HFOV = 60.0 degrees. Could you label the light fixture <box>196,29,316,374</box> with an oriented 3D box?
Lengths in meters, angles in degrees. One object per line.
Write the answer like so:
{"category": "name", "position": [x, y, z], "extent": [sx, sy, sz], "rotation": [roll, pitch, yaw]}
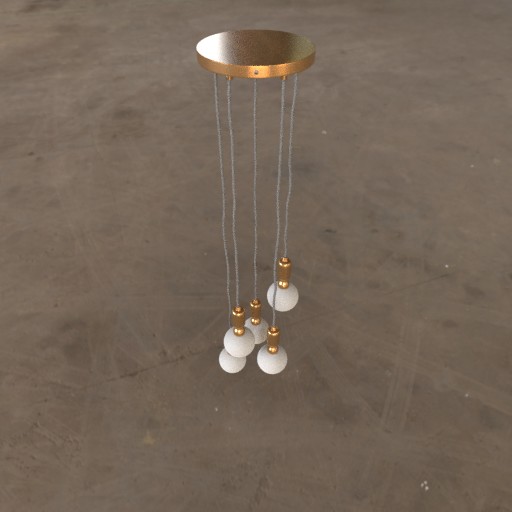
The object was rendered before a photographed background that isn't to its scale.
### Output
{"category": "light fixture", "position": [0.000, 0.000, 0.510], "extent": [0.108, 0.457, 0.105], "rotation": [0, 41, 0]}
